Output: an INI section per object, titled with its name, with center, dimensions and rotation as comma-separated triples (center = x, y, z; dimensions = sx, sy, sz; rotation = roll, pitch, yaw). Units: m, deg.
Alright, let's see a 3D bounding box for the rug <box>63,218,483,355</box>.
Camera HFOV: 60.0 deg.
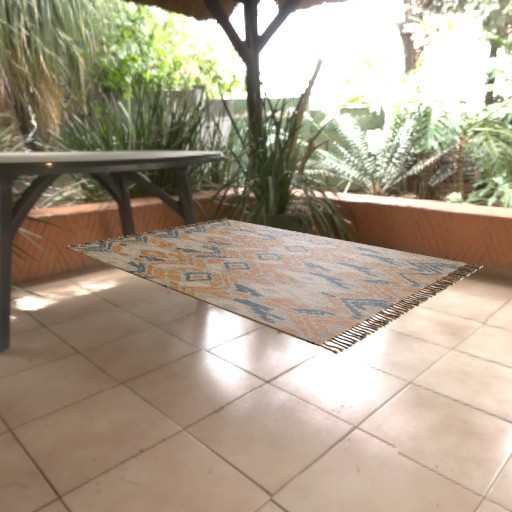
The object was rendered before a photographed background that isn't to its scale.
[rug]
center = 0.000, 0.000, 2.291
dimensions = 1.827, 0.008, 1.230
rotation = 14, 20, 42
